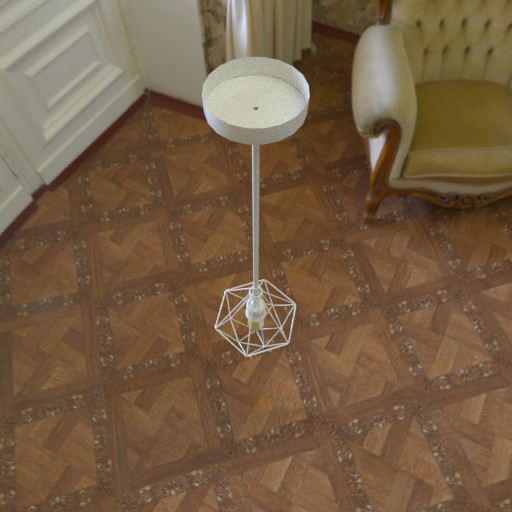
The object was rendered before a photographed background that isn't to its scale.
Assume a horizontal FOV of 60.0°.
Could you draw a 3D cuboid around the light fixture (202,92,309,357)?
[{"bbox_3d":[0.000,0.000,1.969,0.487,1.764,0.431,-15,60,-9],"label":"light fixture"}]
